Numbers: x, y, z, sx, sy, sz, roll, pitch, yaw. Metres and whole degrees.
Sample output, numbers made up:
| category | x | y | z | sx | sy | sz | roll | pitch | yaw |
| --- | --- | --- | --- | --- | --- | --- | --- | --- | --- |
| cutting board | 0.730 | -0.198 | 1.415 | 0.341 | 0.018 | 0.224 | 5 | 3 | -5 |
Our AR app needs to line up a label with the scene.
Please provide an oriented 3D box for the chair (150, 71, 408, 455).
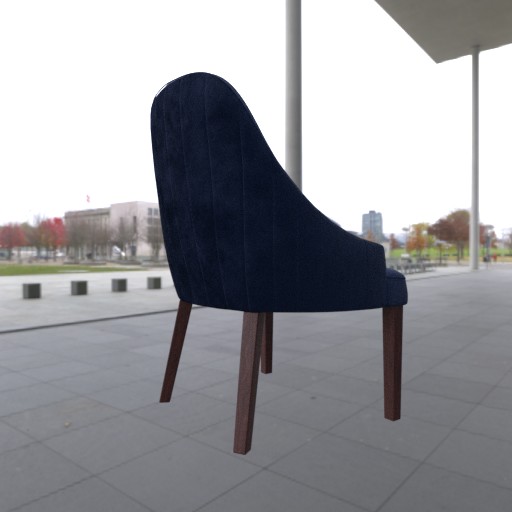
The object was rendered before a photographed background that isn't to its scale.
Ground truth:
| category | x | y | z | sx | sy | sz | roll | pitch | yaw |
| --- | --- | --- | --- | --- | --- | --- | --- | --- | --- |
| chair | 0.000 | 0.000 | 1.293 | 0.575 | 0.889 | 0.643 | 0 | 1 | -36 |
